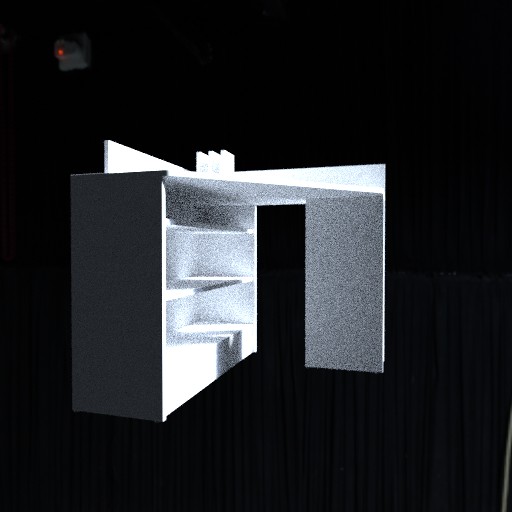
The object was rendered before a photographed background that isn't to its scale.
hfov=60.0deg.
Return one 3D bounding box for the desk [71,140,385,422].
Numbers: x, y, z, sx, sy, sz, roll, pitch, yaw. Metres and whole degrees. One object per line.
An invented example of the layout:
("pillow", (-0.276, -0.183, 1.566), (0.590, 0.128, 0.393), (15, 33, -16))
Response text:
("desk", (0.000, 0.000, 1.720), (0.940, 0.986, 0.940), (0, 1, 17))
